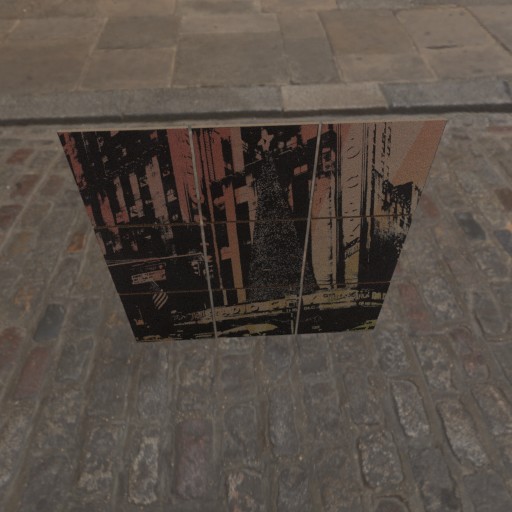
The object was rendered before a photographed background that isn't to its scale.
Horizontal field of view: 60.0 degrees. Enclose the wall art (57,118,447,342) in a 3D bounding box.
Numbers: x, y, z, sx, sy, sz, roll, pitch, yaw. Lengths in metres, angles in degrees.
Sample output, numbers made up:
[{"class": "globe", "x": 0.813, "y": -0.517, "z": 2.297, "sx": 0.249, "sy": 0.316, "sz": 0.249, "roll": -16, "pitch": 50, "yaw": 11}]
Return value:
[{"class": "wall art", "x": 0.000, "y": 0.000, "z": 2.294, "sx": 1.527, "sy": 1.521, "sz": 0.017, "roll": -2, "pitch": 48, "yaw": -2}]
